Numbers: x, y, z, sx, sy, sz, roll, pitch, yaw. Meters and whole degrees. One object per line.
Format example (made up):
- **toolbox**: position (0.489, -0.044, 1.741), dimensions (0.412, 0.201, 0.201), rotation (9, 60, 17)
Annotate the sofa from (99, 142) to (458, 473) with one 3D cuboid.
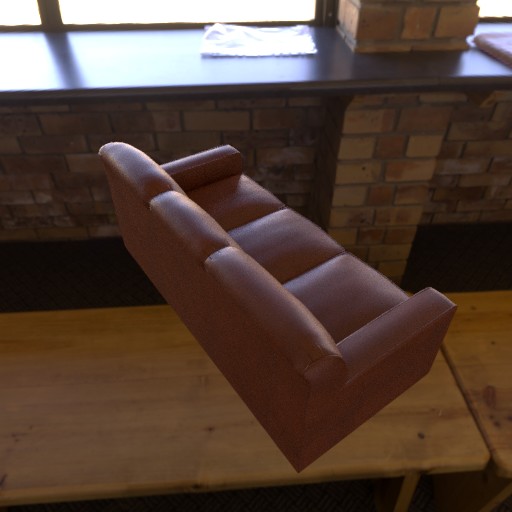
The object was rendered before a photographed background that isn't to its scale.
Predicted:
- **sofa**: position (0.000, 0.000, 2.606), dimensions (1.008, 0.953, 2.039), rotation (-25, 47, -26)
